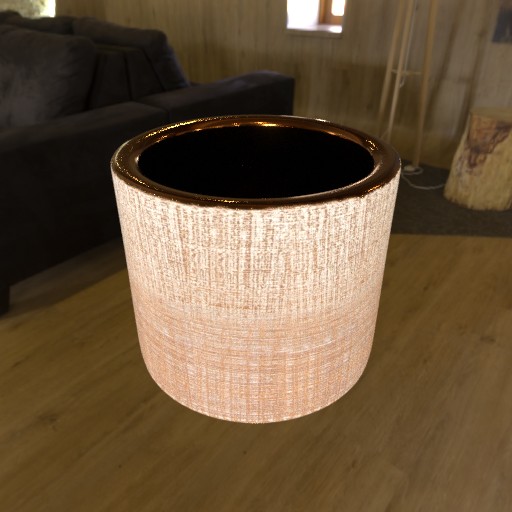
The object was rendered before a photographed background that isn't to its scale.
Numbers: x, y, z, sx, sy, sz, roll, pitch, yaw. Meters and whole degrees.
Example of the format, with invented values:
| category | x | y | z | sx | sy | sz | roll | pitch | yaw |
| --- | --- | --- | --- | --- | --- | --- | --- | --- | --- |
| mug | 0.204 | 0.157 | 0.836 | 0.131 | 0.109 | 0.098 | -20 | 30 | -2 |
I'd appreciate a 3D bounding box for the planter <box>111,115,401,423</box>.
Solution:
| category | x | y | z | sx | sy | sz | roll | pitch | yaw |
| --- | --- | --- | --- | --- | --- | --- | --- | --- | --- |
| planter | 0.000 | 0.000 | 0.315 | 0.177 | 0.157 | 0.177 | 0 | 31 | 0 |
